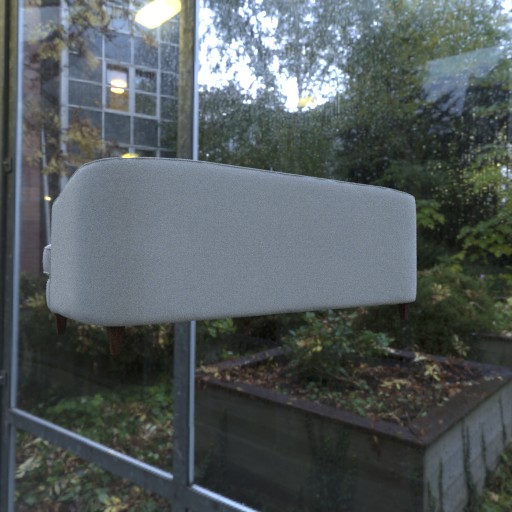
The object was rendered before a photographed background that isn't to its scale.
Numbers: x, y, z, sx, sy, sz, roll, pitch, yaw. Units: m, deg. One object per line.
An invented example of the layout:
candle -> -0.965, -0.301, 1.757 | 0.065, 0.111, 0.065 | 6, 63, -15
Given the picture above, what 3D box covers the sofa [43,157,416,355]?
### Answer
sofa -> 0.000, 0.000, 2.733 | 2.278, 0.855, 0.941 | 0, -1, -35
